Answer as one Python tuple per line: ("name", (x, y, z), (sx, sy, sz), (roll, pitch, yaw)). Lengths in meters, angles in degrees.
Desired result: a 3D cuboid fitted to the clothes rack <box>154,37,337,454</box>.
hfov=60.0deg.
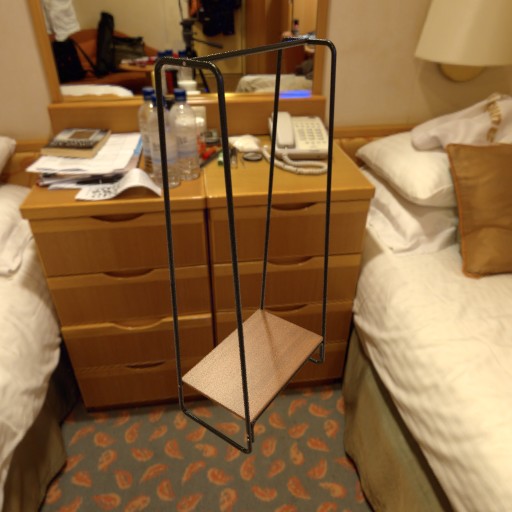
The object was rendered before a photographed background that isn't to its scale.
("clothes rack", (0.000, 0.000, 1.748), (0.400, 1.500, 0.640), (21, 37, 30))
